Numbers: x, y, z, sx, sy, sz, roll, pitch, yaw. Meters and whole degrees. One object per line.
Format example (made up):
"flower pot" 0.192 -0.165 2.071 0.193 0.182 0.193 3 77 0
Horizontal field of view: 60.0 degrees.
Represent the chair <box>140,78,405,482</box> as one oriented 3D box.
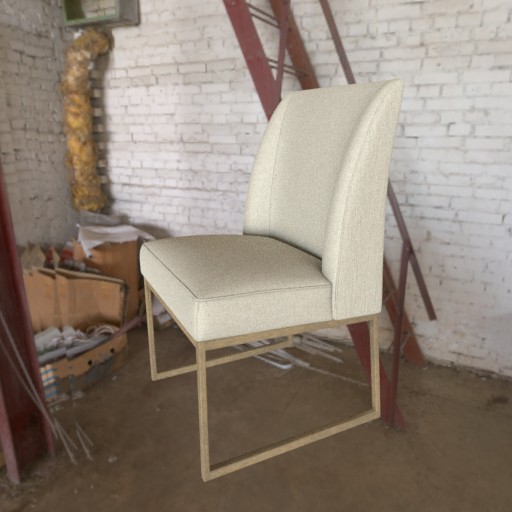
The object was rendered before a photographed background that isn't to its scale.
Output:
"chair" 0.000 0.000 1.177 0.522 0.863 0.508 -8 18 -26
